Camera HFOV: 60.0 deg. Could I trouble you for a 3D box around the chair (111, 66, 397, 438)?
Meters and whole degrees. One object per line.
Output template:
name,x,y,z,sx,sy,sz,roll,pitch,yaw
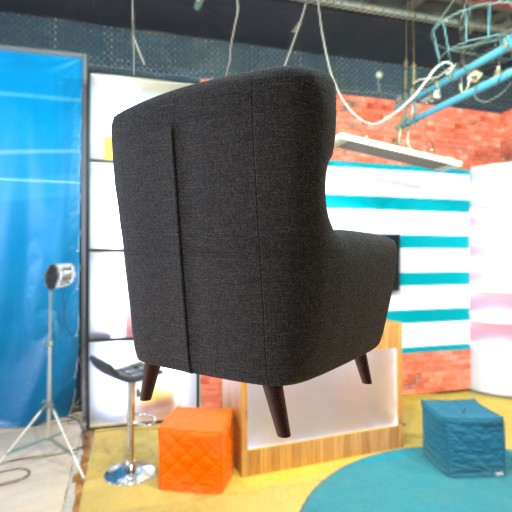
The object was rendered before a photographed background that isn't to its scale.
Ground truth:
chair,0.000,0.000,1.715,0.878,1.063,0.904,0,-1,35
